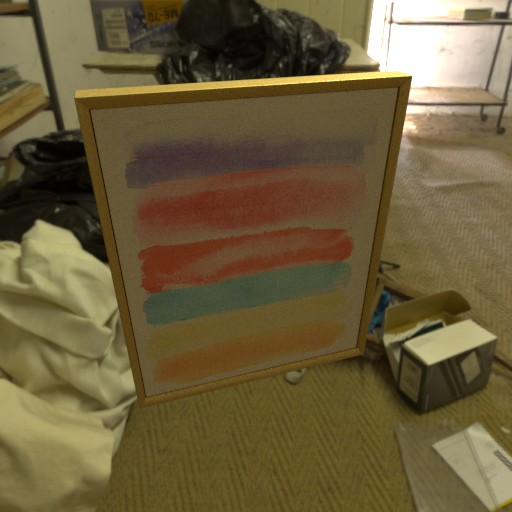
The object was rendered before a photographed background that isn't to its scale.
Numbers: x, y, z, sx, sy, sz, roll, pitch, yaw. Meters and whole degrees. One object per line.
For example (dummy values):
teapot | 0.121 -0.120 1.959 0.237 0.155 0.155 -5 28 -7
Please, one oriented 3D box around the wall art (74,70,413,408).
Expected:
wall art | 0.000 0.000 0.864 0.537 0.642 0.048 -10 33 -15
